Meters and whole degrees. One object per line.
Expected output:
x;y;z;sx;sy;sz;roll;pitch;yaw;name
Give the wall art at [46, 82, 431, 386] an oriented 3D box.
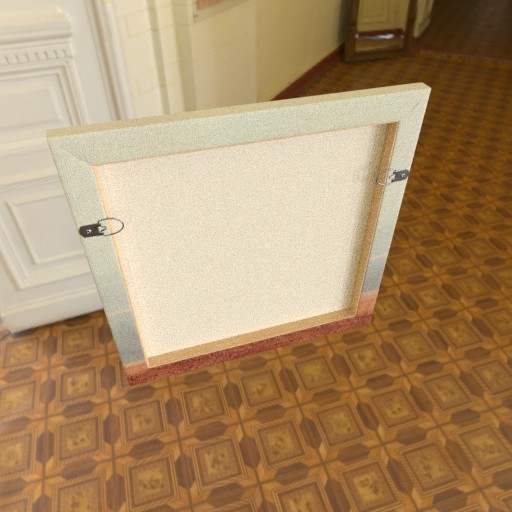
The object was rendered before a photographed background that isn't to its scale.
0.000;0.000;0.588;0.405;0.405;0.023;-12;43;-13;wall art
